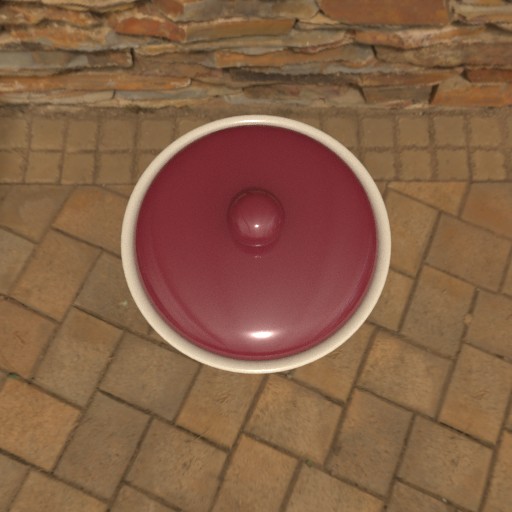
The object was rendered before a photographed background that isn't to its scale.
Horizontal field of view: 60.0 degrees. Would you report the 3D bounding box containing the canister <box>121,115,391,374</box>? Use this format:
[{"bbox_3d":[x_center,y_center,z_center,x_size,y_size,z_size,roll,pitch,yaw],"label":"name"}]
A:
[{"bbox_3d":[0.000,0.000,0.355,0.182,0.208,0.182,0,75,0],"label":"canister"}]
